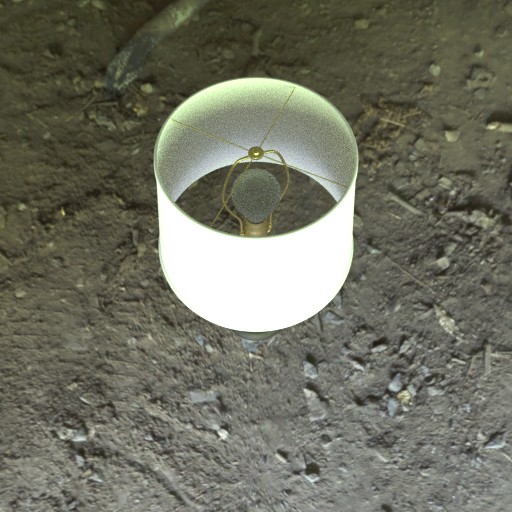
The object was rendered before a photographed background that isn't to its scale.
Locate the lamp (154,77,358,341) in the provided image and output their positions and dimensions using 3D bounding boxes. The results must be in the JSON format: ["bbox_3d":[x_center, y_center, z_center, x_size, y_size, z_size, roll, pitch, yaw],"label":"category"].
[{"bbox_3d":[0.000,0.000,0.833,0.335,0.611,0.335,0,64,0],"label":"lamp"}]
